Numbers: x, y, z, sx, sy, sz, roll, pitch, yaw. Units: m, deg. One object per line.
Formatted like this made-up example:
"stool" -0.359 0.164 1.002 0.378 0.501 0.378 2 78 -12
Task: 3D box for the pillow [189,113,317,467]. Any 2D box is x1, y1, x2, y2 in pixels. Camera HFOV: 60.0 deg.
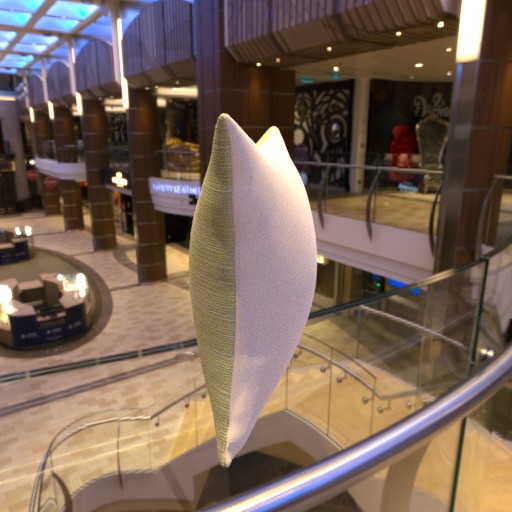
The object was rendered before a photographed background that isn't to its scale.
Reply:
"pillow" 0.000 0.000 0.834 0.229 0.487 0.560 2 15 8
